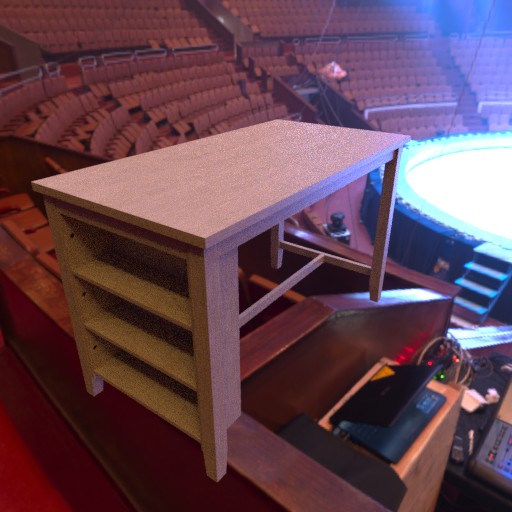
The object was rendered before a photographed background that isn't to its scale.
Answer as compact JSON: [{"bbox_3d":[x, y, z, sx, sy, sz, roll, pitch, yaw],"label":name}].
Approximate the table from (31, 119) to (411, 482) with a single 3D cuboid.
[{"bbox_3d":[0.000,0.000,1.900,0.729,0.874,1.397,18,32,32],"label":"table"}]
